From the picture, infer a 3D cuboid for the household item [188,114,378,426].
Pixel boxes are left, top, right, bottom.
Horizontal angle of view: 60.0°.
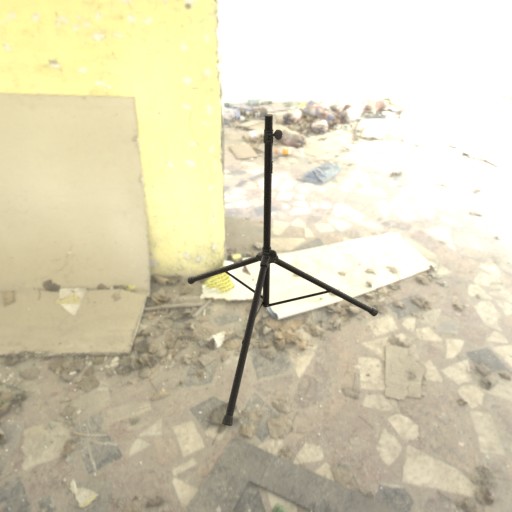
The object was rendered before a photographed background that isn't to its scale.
[{"bbox_3d":[0.000,0.000,2.722,1.596,1.595,1.339,9,34,14],"label":"household item"}]
